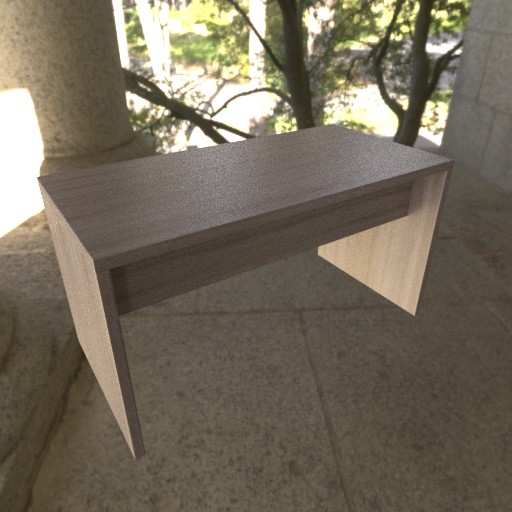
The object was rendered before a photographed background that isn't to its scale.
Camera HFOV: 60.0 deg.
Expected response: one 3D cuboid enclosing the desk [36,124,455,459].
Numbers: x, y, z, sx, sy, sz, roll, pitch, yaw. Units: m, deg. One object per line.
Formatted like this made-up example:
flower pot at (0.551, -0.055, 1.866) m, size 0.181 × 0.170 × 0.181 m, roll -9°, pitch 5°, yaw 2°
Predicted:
desk at (0.000, 0.000, 1.811) m, size 1.380 × 0.745 × 0.690 m, roll -18°, pitch 35°, yaw -29°
